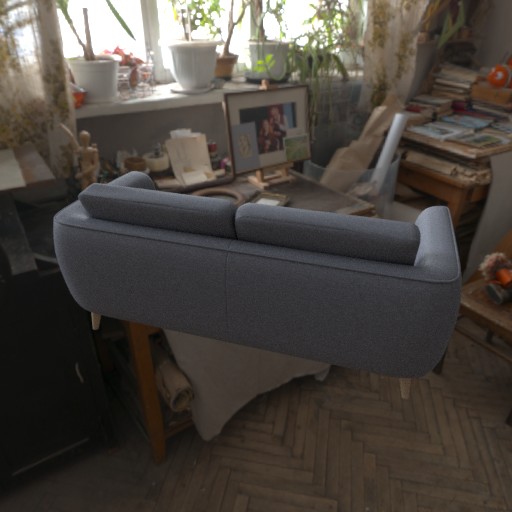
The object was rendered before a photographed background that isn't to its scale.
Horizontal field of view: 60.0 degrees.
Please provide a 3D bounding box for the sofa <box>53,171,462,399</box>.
[{"bbox_3d":[0.000,0.000,2.469,2.000,0.870,0.920,9,32,15],"label":"sofa"}]
